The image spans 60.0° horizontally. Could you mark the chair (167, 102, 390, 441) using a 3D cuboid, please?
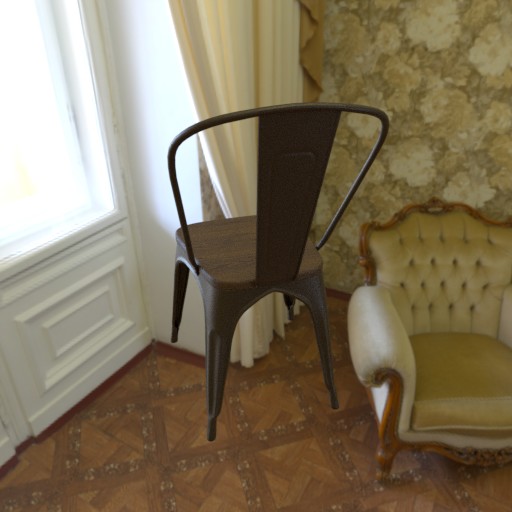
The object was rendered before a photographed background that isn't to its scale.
[{"bbox_3d":[0.000,0.000,1.161,0.451,0.844,0.532,-8,29,-15],"label":"chair"}]
